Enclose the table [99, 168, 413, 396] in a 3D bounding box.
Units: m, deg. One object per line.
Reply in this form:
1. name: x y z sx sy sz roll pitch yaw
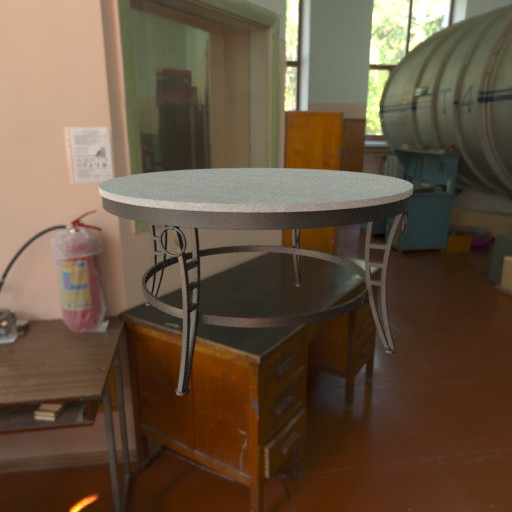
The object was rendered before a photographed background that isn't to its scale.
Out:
1. table: 0.000 0.000 1.387 0.889 0.470 0.889 0 16 0
